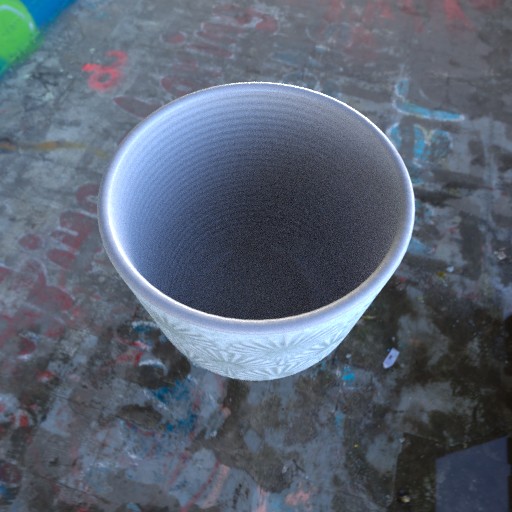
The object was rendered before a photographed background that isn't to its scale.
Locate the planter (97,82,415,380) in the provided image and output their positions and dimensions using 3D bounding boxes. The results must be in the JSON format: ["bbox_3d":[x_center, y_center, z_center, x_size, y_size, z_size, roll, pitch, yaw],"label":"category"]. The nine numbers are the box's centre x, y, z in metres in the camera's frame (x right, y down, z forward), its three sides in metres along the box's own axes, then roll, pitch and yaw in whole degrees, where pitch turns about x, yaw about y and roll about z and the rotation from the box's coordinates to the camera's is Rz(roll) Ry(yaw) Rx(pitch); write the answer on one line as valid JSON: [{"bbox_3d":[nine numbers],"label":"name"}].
[{"bbox_3d":[0.000,0.000,0.303,0.170,0.152,0.170,0,59,0],"label":"planter"}]
